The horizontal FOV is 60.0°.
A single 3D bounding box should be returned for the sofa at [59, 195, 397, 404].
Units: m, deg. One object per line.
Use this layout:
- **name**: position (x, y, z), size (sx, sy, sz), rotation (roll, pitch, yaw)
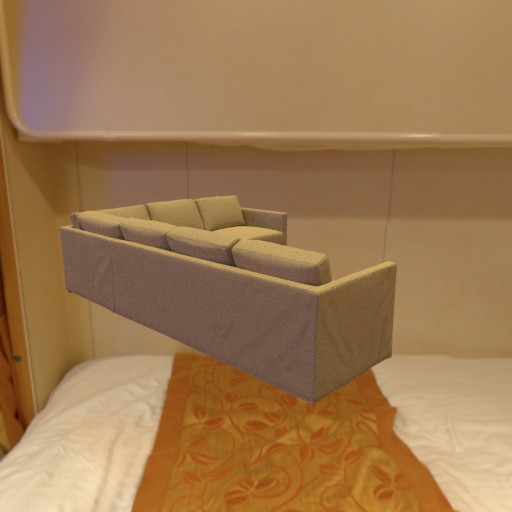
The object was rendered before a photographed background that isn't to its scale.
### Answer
- **sofa**: position (0.000, 0.000, 4.304), size (3.182, 0.871, 2.432), rotation (12, 18, 42)
